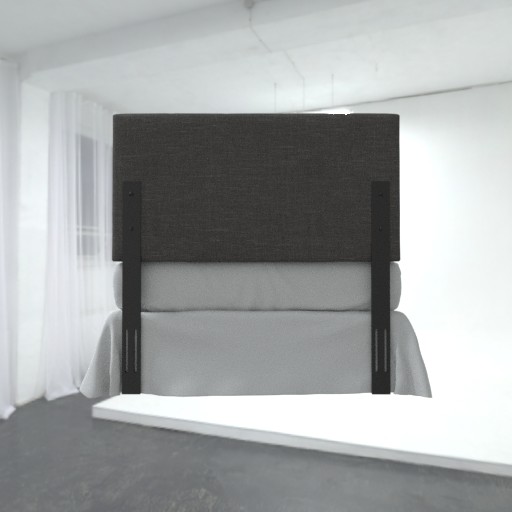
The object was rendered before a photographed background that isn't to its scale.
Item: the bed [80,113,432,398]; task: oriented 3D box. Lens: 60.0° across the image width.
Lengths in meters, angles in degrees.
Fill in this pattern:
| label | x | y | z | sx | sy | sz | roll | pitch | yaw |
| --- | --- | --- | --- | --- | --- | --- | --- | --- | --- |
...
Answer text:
| label | x | y | z | sx | sy | sz | roll | pitch | yaw |
| --- | --- | --- | --- | --- | --- | --- | --- | --- | --- |
| bed | 0.000 | 0.000 | 3.495 | 1.936 | 1.577 | 2.222 | 0 | -1 | 0 |
